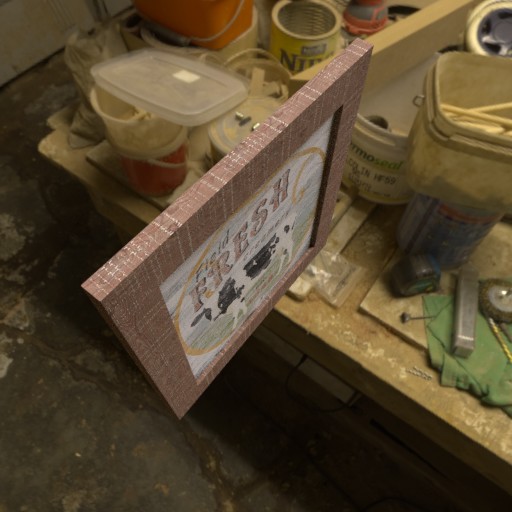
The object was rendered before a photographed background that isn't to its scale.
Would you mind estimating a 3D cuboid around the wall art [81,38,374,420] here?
[{"bbox_3d":[0.000,0.000,0.771,0.029,0.531,0.531,33,64,19],"label":"wall art"}]
